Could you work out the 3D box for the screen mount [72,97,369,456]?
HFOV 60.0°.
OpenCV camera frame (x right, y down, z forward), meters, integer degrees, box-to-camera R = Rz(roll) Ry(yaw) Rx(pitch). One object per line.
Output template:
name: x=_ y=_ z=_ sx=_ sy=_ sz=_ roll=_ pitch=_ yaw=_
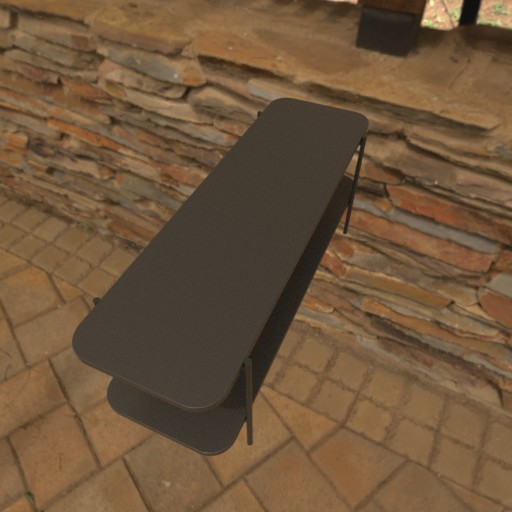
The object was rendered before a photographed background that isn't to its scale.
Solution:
screen mount: x=0.000 y=0.000 z=1.413 sx=0.400 sy=0.447 sz=1.200 roll=18 pitch=50 yaw=16
